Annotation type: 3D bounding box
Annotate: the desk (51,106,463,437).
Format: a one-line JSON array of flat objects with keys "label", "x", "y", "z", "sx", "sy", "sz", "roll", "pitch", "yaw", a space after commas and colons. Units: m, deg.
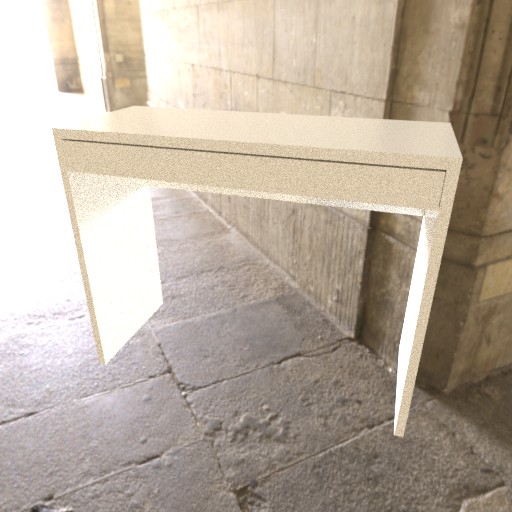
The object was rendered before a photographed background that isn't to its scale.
[{"label": "desk", "x": 0.000, "y": 0.000, "z": 1.373, "sx": 1.000, "sy": 0.790, "sz": 0.400, "roll": 8, "pitch": 28, "yaw": 16}]
